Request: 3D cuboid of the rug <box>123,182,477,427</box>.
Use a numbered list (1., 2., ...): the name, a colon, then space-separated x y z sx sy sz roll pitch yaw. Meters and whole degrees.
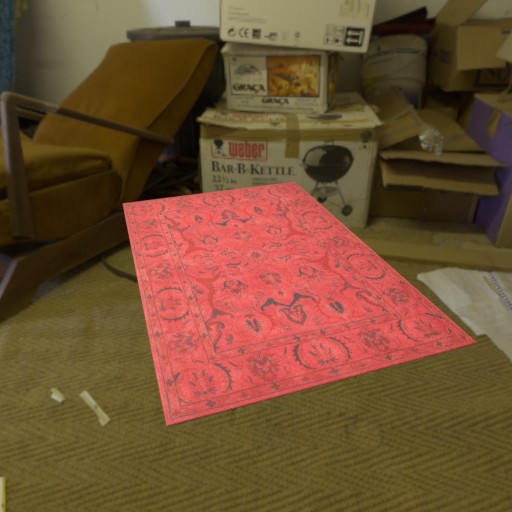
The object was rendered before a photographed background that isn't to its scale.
1. rug: 0.000 0.000 2.300 1.209 0.008 1.814 -10 32 -16
